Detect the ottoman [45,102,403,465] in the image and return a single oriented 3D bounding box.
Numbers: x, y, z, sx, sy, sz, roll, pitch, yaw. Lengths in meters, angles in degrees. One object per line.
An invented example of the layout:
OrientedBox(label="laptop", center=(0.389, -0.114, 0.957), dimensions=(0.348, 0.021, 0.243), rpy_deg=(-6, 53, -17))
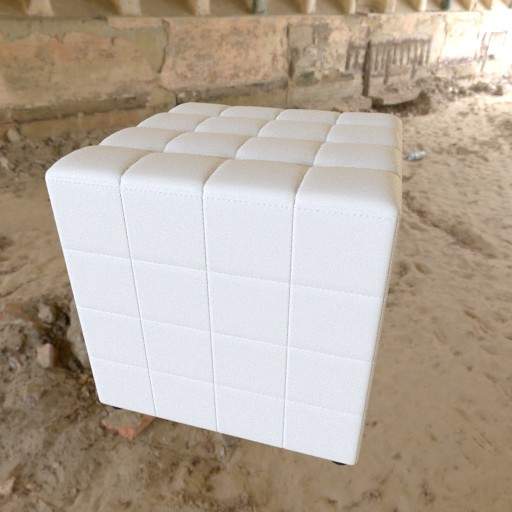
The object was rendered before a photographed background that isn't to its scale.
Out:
OrientedBox(label="ottoman", center=(0.000, 0.000, 0.765), dimensions=(0.425, 0.432, 0.425), rpy_deg=(8, 31, 14))
